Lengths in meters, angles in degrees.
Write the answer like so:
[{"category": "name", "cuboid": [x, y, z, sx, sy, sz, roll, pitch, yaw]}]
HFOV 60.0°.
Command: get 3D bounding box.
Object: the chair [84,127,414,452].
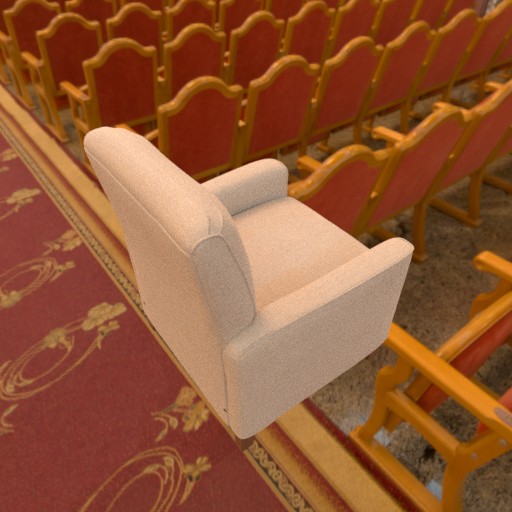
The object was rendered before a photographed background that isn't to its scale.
[{"category": "chair", "cuboid": [0.000, 0.000, 1.660, 0.858, 1.023, 0.841, -26, 47, -27]}]
